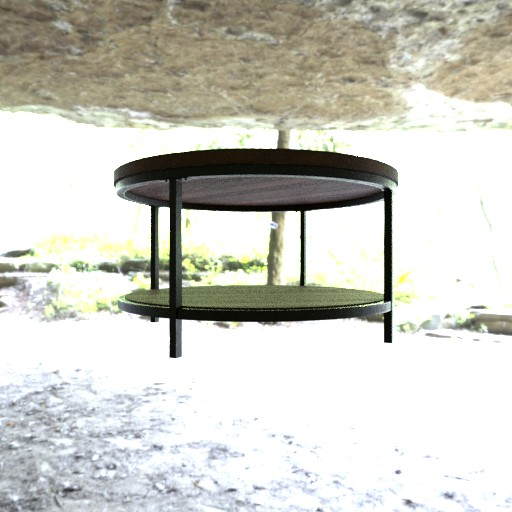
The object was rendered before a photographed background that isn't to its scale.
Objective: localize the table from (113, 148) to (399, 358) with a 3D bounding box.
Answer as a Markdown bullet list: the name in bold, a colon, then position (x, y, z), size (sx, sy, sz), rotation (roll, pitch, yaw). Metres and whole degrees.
- **table**: position (0.000, 0.000, 1.365), size (0.837, 0.462, 0.837), rotation (0, 0, 0)
